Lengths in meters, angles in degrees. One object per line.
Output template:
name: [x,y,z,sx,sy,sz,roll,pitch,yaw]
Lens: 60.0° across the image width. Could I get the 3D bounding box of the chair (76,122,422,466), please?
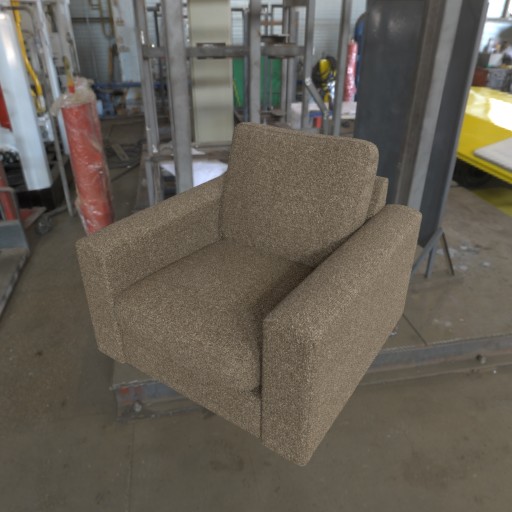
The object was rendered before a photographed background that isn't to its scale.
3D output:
chair: [0.000,0.000,1.784,1.005,0.873,1.016,18,34,29]
